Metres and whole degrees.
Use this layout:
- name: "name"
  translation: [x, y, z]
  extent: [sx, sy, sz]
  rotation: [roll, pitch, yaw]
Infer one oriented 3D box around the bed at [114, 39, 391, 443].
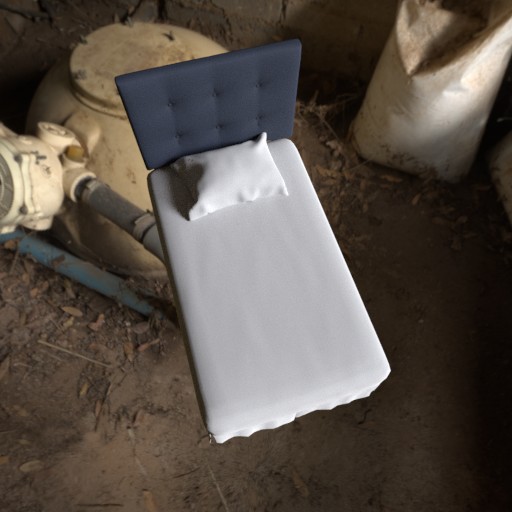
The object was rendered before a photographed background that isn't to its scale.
- name: "bed"
  translation: [0.000, 0.000, 2.922]
  extent: [1.261, 1.571, 1.997]
  rotation: [-15, 65, -7]
